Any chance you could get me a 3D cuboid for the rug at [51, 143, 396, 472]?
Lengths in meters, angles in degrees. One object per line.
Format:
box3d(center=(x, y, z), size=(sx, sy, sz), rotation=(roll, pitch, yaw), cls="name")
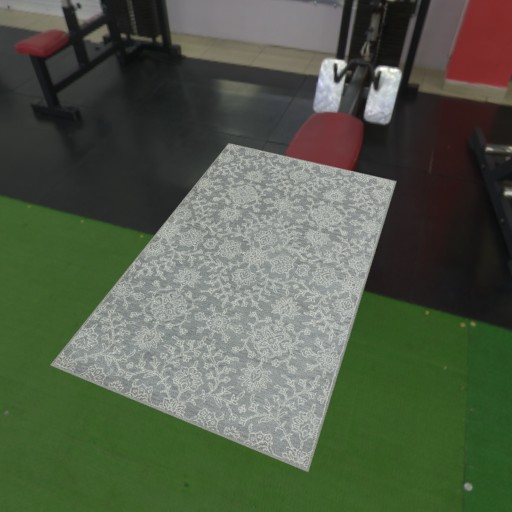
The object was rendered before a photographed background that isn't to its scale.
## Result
box3d(center=(0.000, 0.000, 3.072), size=(1.515, 0.010, 2.430), rotation=(16, 49, 15), cls="rug")
